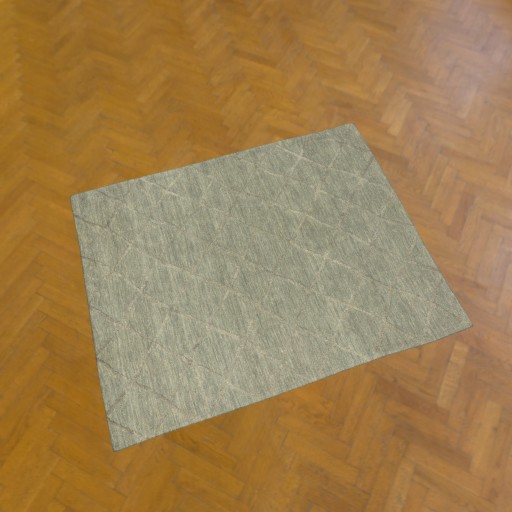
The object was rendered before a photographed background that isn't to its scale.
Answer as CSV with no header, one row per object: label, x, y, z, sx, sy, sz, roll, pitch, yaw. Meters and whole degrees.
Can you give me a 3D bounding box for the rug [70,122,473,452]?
rug,0.000,0.000,4.006,3.048,0.013,2.438,-17,63,-9
